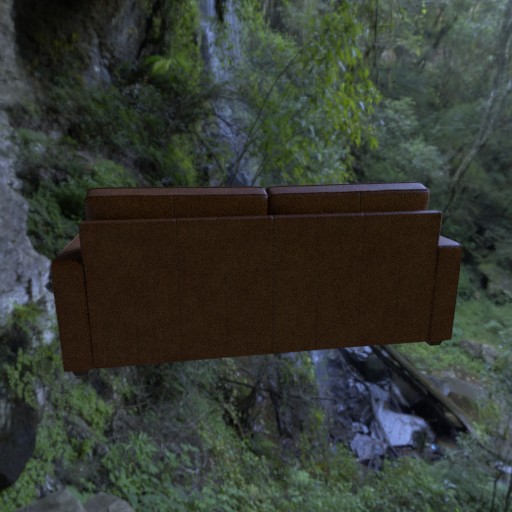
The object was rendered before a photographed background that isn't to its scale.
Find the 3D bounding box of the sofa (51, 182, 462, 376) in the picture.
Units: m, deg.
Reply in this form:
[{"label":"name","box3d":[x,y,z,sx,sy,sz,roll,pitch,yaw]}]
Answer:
[{"label":"sofa","box3d":[0.000,0.000,2.712,2.156,0.928,0.991,-3,15,-9]}]
